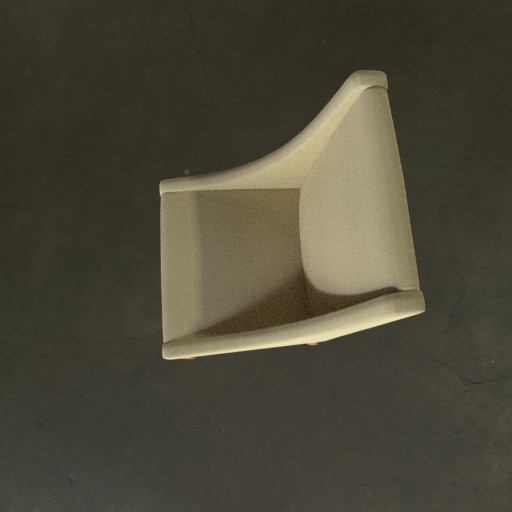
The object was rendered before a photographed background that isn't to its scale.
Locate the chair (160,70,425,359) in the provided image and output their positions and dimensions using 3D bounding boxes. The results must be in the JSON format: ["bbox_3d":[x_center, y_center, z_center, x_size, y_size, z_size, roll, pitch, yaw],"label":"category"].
[{"bbox_3d":[0.000,0.000,1.366,0.611,1.021,0.575,-4,75,-1],"label":"chair"}]
